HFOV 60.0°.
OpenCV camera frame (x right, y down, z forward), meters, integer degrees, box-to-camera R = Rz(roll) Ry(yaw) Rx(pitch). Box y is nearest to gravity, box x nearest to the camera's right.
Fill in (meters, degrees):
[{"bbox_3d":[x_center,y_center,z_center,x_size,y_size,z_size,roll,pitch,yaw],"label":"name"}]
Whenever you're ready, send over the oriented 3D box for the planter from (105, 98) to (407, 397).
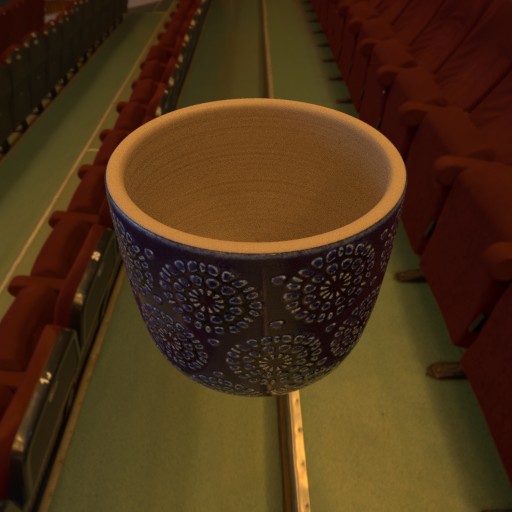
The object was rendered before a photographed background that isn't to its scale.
[{"bbox_3d":[0.000,0.000,0.294,0.165,0.149,0.165,0,42,0],"label":"planter"}]
